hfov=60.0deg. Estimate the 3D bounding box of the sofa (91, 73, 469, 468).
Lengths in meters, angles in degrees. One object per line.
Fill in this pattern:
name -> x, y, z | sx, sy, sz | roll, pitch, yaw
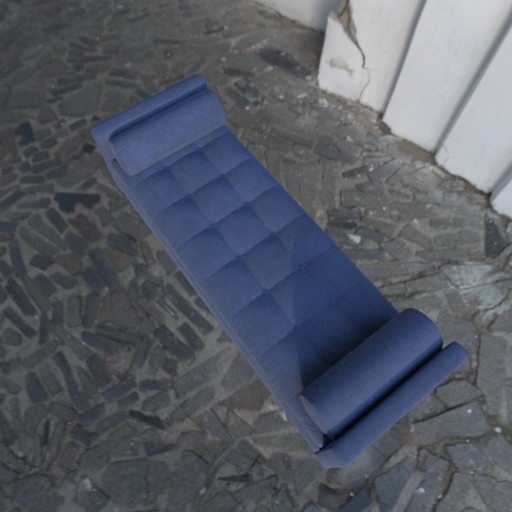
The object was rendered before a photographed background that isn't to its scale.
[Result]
sofa -> 0.000, 0.000, 2.300 | 0.686, 0.635, 1.981 | -34, 69, -15
